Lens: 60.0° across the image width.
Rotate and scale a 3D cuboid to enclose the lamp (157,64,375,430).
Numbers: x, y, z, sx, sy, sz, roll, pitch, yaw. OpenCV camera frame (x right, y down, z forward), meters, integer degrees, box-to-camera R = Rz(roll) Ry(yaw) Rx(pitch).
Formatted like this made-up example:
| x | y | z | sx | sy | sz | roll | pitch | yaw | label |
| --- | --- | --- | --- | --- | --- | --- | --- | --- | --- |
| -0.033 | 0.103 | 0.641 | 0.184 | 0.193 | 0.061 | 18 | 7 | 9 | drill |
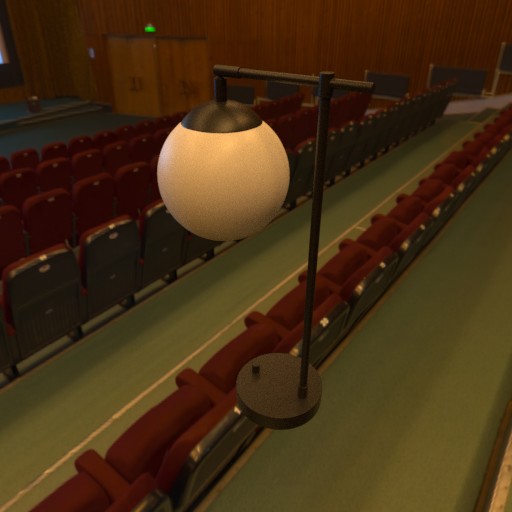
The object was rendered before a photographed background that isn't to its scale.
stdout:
| x | y | z | sx | sy | sz | roll | pitch | yaw | label |
| --- | --- | --- | --- | --- | --- | --- | --- | --- | --- |
| 0.000 | 0.000 | 0.700 | 0.316 | 0.559 | 0.197 | 20 | 36 | 30 | lamp |
